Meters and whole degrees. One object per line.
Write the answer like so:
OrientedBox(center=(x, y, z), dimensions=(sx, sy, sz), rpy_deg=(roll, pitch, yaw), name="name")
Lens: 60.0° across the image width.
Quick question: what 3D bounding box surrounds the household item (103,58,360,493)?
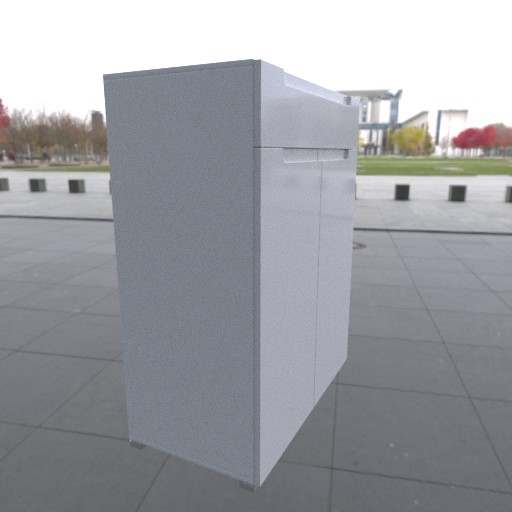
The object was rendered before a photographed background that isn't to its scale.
OrientedBox(center=(0.000, 0.000, 1.421), dimensions=(0.420, 1.010, 0.790), rpy_deg=(7, 15, 26), name="household item")
